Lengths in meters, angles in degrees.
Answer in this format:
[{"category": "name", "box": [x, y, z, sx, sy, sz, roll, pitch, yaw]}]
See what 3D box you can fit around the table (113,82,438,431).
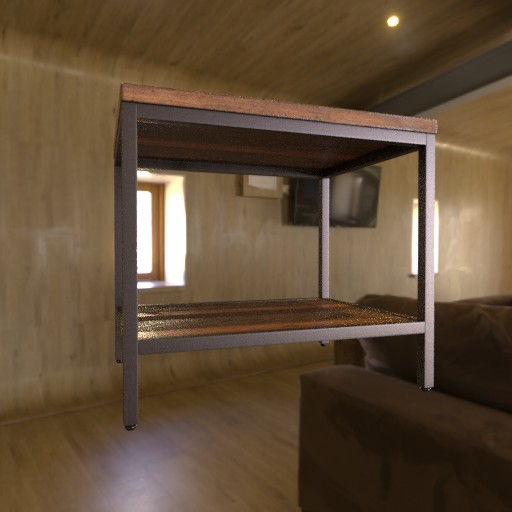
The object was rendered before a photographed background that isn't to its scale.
[{"category": "table", "box": [0.000, 0.000, 1.129, 0.678, 0.612, 0.524, 0, 1, -19]}]
